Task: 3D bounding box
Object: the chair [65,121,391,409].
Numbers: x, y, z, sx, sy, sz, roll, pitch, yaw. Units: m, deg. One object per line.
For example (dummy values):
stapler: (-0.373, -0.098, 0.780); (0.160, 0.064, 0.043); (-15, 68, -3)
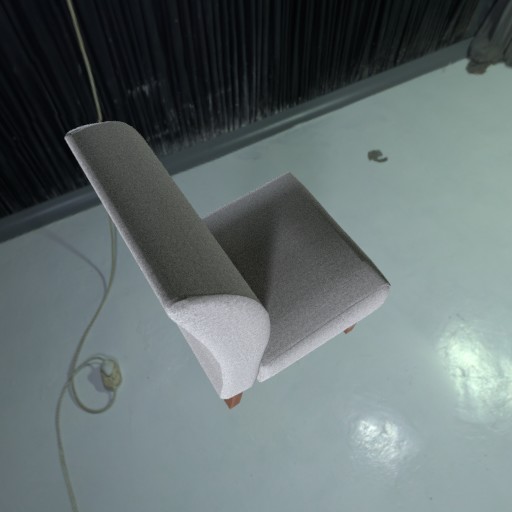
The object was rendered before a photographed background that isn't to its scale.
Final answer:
chair: (0.000, 0.000, 1.159); (0.592, 0.804, 0.513); (-30, 63, -17)
